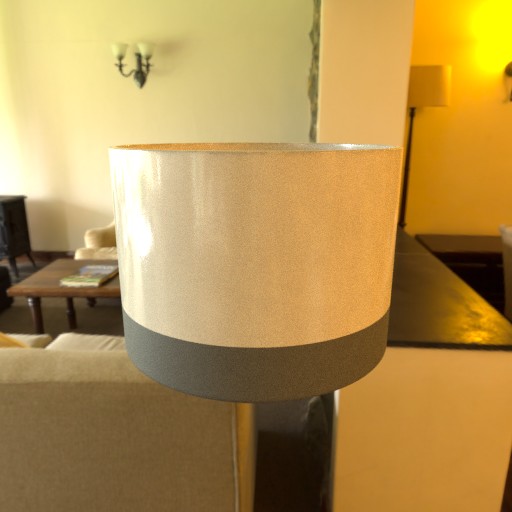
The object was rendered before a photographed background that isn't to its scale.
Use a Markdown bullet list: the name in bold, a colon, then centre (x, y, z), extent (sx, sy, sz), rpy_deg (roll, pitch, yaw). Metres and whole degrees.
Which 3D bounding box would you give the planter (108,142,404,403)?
- **planter**: centre (0.000, 0.000, 0.216), extent (0.128, 0.105, 0.128), rpy_deg (0, 16, 0)
